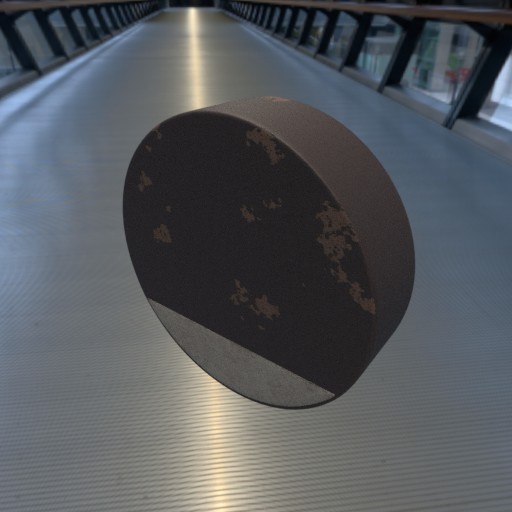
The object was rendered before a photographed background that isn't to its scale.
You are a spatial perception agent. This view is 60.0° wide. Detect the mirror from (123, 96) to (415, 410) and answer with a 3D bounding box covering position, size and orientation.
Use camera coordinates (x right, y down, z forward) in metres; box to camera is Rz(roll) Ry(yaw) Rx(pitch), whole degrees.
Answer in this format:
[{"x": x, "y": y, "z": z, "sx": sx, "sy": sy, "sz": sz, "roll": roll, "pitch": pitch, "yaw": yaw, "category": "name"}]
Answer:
[{"x": 0.000, "y": 0.000, "z": 0.581, "sx": 0.386, "sy": 0.386, "sz": 0.126, "roll": 20, "pitch": 35, "yaw": 32, "category": "mirror"}]
